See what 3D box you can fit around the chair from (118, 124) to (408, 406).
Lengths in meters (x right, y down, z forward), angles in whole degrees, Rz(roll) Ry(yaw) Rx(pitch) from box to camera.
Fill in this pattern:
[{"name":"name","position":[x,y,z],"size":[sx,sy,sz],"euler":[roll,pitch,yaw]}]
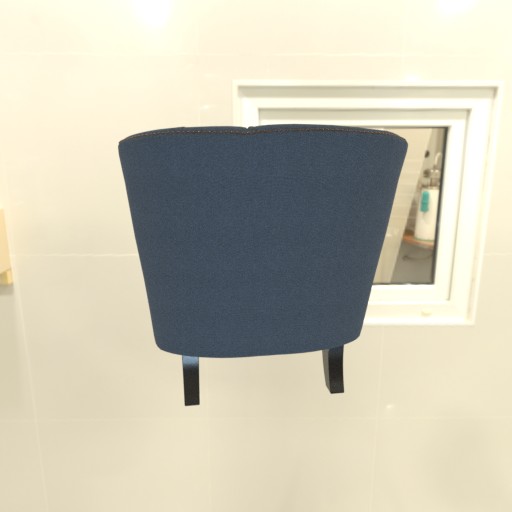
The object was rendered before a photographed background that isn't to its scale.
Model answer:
[{"name":"chair","position":[0.000,0.000,1.589],"size":[0.848,0.868,0.906],"euler":[-2,14,-8]}]
